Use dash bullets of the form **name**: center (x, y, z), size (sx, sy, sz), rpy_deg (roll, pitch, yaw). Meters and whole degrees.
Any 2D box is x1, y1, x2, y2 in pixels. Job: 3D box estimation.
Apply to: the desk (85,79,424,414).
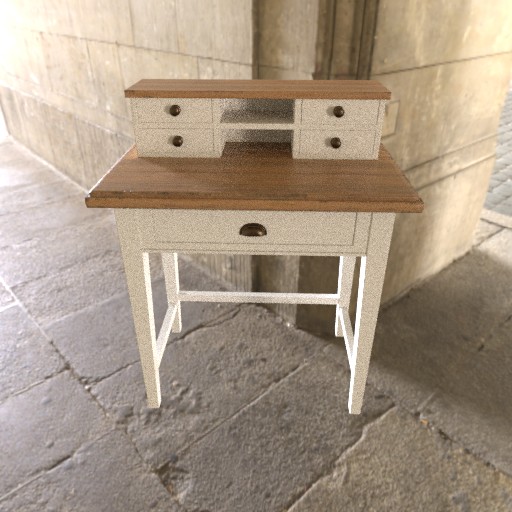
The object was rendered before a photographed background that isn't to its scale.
- **desk**: center (0.000, 0.000, 1.405), size (0.814, 0.981, 0.462), rpy_deg (1, 31, 2)
